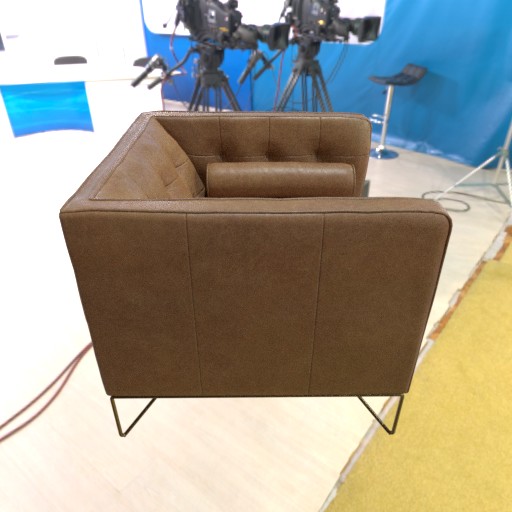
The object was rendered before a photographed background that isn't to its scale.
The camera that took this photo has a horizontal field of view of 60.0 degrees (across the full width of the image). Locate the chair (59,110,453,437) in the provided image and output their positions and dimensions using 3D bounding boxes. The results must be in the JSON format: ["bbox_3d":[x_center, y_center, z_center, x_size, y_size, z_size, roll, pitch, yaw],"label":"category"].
[{"bbox_3d":[0.000,0.000,1.567,0.912,0.797,0.920,0,32,0],"label":"chair"}]
